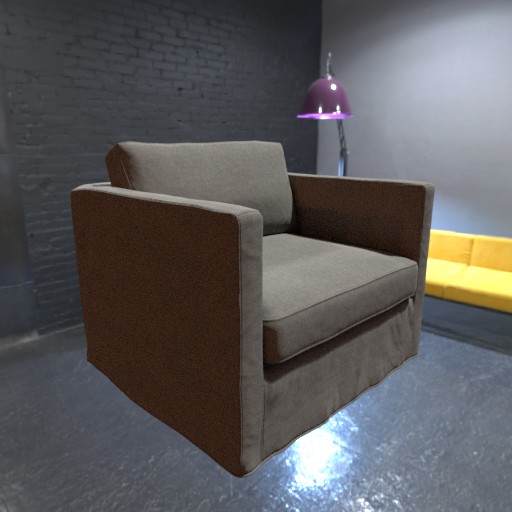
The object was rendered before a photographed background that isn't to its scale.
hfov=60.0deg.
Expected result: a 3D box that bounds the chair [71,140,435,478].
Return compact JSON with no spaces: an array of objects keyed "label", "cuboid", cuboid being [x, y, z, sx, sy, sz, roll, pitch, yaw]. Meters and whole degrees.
[{"label":"chair","cuboid":[0.000,0.000,1.715,1.057,0.863,0.949,-14,20,-43]}]
